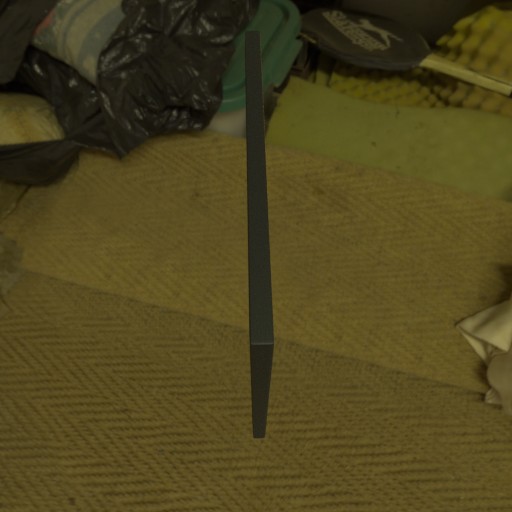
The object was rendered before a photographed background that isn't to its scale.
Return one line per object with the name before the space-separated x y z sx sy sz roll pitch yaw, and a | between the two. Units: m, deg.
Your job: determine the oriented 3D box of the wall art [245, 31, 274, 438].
wall art | 0.000 0.000 0.688 0.022 0.453 0.456 -1 58 -1
